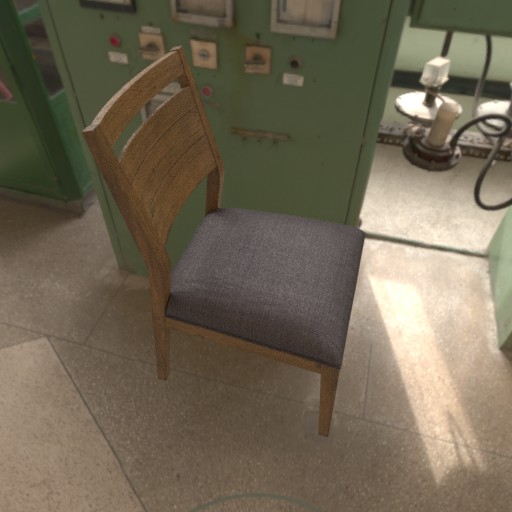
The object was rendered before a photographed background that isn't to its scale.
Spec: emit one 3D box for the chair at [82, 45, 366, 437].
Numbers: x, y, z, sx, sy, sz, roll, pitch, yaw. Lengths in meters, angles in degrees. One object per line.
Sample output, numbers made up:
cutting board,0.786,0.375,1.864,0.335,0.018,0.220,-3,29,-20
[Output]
chair,0.000,0.000,1.249,0.610,0.939,0.501,12,47,11
